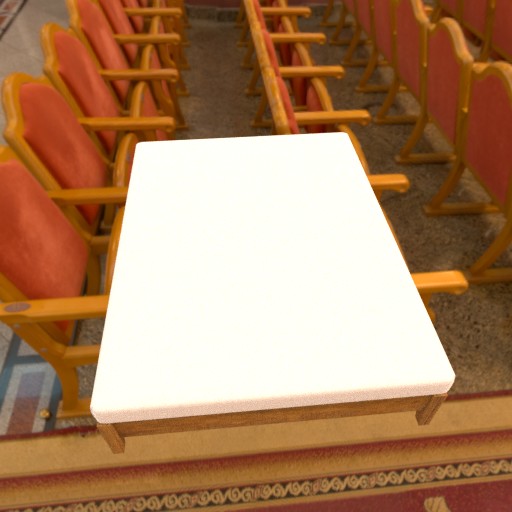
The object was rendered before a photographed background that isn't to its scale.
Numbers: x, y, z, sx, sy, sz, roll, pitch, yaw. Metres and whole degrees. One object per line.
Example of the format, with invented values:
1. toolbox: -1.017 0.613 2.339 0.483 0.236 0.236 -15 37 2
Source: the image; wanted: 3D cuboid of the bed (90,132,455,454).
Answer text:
1. bed: 0.000 0.000 2.652 1.536 0.431 2.016 -4 46 -4
